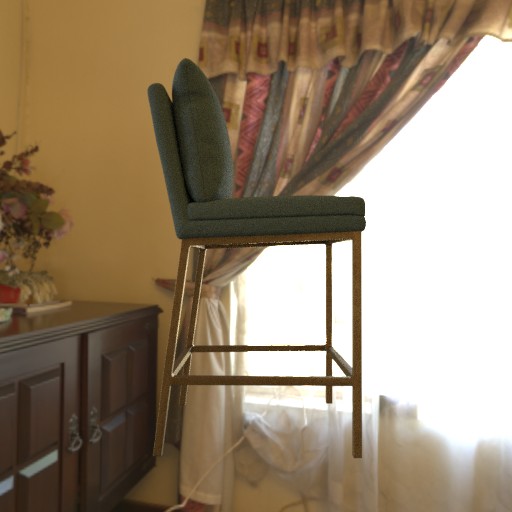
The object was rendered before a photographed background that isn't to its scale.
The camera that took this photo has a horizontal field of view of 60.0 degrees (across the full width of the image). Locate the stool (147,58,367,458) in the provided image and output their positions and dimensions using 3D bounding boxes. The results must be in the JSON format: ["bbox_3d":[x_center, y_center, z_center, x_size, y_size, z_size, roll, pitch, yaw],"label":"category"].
[{"bbox_3d":[0.000,0.000,1.352,0.568,1.032,0.463,0,0,0],"label":"stool"}]
